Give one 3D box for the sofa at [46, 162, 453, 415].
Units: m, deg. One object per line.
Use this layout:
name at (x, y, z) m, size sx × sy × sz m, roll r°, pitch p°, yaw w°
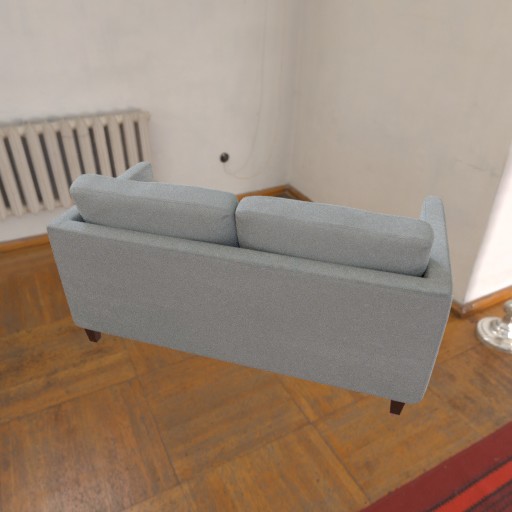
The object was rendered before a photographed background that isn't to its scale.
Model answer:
sofa at (0.000, 0.000, 2.427) m, size 1.884 × 0.963 × 0.950 m, roll 9°, pitch 34°, yaw 14°
